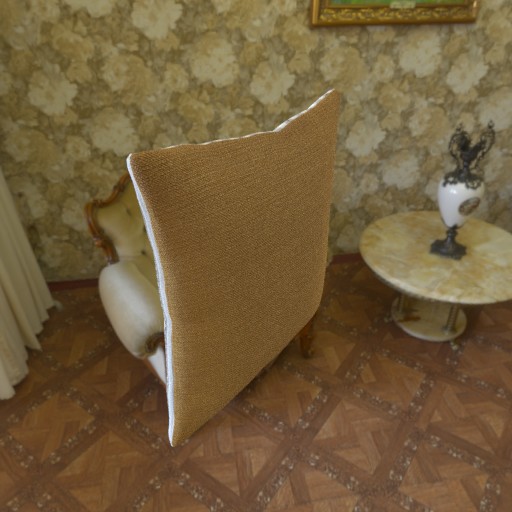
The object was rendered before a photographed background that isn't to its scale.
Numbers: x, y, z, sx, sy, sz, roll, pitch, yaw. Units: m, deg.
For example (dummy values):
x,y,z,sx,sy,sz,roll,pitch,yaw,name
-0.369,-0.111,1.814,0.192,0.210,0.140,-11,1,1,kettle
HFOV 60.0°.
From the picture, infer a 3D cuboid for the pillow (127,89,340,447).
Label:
x,y,z,sx,sy,sz,roll,pitch,yaw,name
0.000,0.000,0.682,0.147,0.437,0.432,20,36,29,pillow
